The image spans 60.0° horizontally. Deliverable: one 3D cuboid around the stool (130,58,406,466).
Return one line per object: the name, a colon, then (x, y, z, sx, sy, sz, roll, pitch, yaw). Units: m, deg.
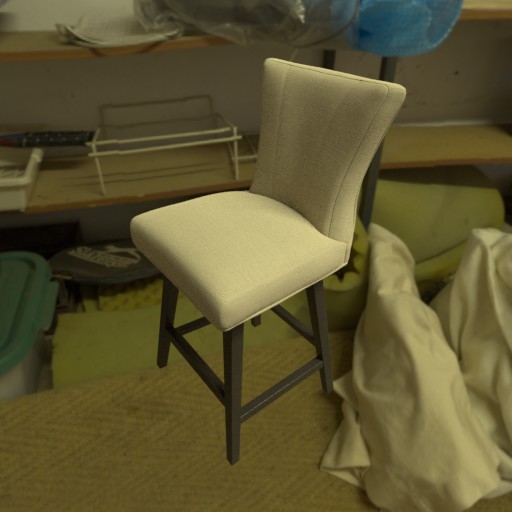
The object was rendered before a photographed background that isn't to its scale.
stool: (0.000, 0.000, 1.327, 0.574, 1.000, 0.514, -22, 38, -30)
